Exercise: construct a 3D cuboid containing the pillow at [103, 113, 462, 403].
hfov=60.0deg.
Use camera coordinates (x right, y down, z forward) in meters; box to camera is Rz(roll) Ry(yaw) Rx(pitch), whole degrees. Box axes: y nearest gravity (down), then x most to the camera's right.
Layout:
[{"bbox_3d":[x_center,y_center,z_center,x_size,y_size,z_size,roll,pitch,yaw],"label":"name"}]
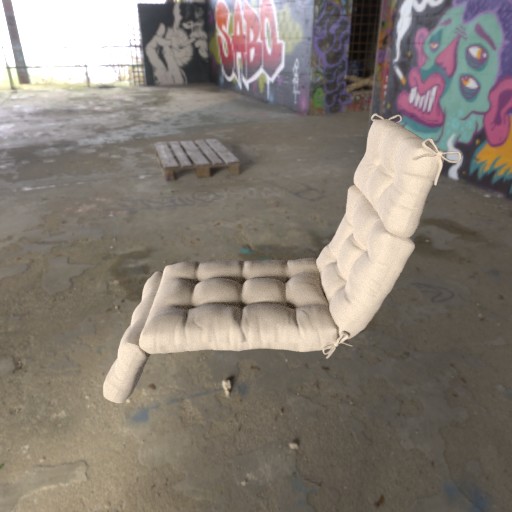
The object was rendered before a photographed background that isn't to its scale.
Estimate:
[{"bbox_3d":[0.000,0.000,1.483,1.016,0.863,0.526,0,26,-1],"label":"pillow"}]
